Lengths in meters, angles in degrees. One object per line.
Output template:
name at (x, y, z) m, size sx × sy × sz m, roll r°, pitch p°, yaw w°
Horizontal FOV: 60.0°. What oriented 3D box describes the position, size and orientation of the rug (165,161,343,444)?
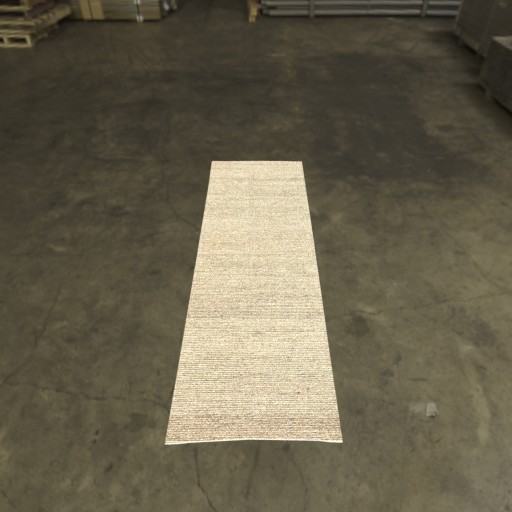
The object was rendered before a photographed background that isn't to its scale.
rug at (0.000, 0.000, 2.739) m, size 0.741 × 0.014 × 2.390 m, roll 0°, pitch 41°, yaw 0°
